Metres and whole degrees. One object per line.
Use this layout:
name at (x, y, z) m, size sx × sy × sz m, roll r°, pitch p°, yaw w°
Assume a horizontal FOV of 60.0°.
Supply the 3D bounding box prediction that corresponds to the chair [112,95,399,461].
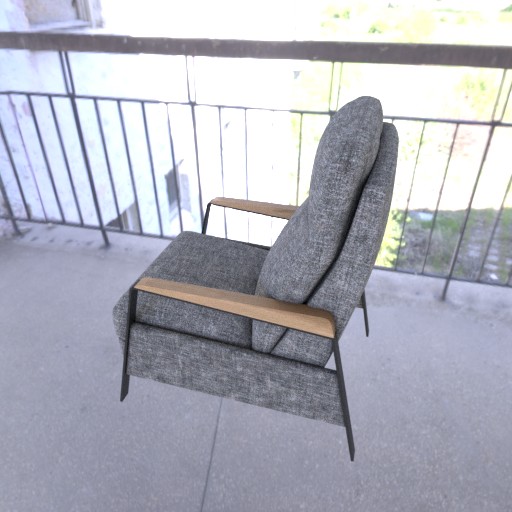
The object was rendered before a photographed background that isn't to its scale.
chair at (0.000, 0.000, 1.561) m, size 0.868 × 1.042 × 0.671 m, roll 9°, pitch 33°, yaw 14°
